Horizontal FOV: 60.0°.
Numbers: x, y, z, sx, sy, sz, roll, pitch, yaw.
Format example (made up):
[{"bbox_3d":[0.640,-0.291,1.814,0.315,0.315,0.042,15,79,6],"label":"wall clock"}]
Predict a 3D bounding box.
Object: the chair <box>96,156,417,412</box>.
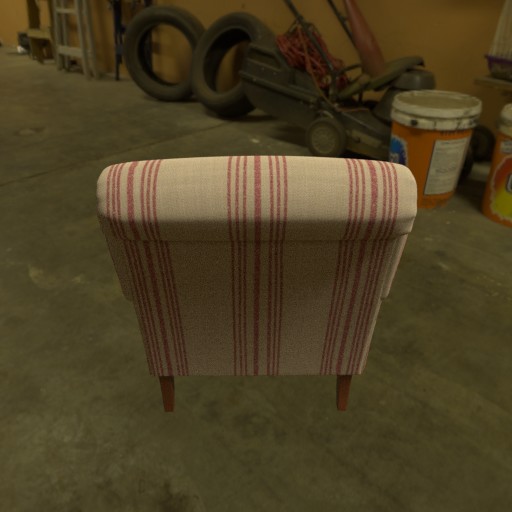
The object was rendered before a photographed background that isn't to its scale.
[{"bbox_3d":[0.000,0.000,1.842,0.933,1.123,1.058,0,32,0],"label":"chair"}]
